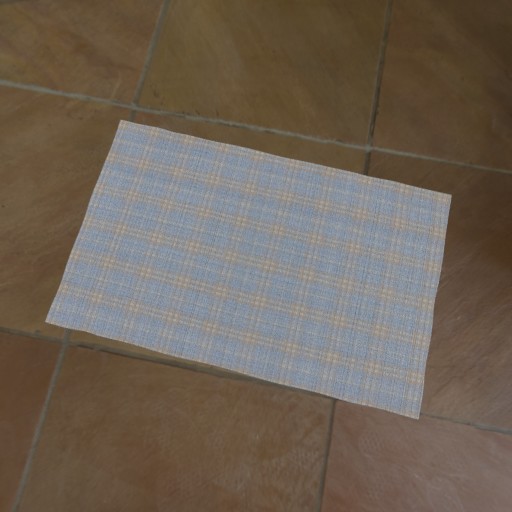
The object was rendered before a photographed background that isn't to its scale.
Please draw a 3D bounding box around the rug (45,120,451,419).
[{"bbox_3d":[0.000,0.000,3.004,2.460,0.016,1.545,14,75,4],"label":"rug"}]
